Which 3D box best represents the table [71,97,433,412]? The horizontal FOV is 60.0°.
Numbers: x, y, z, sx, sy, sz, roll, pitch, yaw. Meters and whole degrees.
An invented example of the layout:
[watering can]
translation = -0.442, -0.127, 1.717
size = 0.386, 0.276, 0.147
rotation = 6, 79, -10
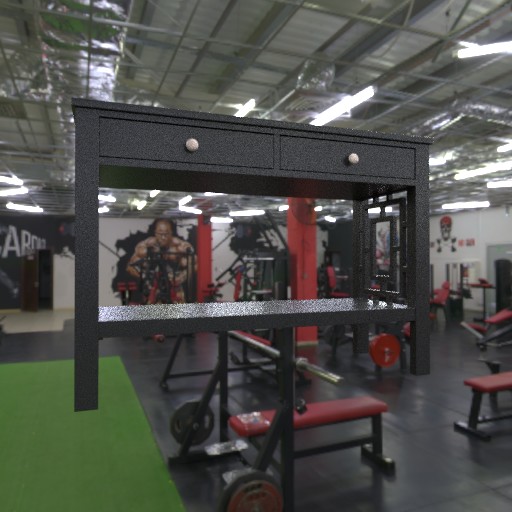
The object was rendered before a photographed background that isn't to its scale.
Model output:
[table]
translation = 0.000, 0.000, 1.409
size = 1.068, 0.753, 0.397
rotation = 0, 0, -19
